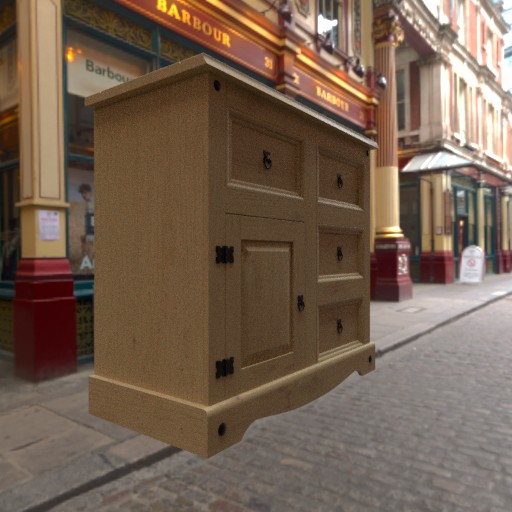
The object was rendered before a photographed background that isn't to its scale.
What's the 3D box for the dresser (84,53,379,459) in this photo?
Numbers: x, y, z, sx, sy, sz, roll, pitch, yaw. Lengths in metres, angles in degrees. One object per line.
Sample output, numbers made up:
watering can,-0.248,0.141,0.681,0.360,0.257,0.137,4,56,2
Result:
dresser,0.000,0.000,1.399,0.440,0.835,0.915,0,0,37
